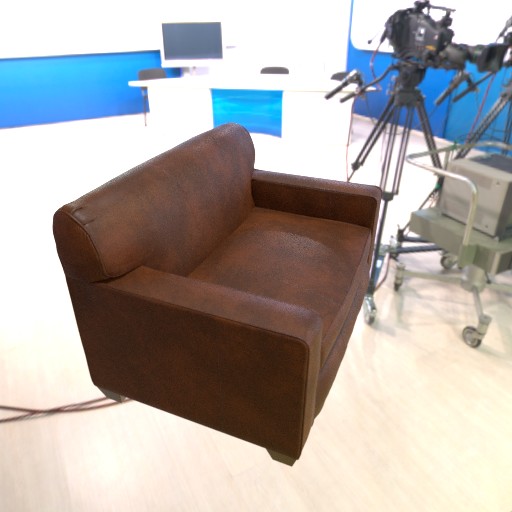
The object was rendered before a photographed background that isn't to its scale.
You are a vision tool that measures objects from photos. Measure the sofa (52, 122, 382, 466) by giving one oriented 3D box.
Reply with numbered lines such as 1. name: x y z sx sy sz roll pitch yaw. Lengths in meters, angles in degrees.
1. sofa: 0.000 0.000 2.104 1.000 0.956 1.413 12 32 20
